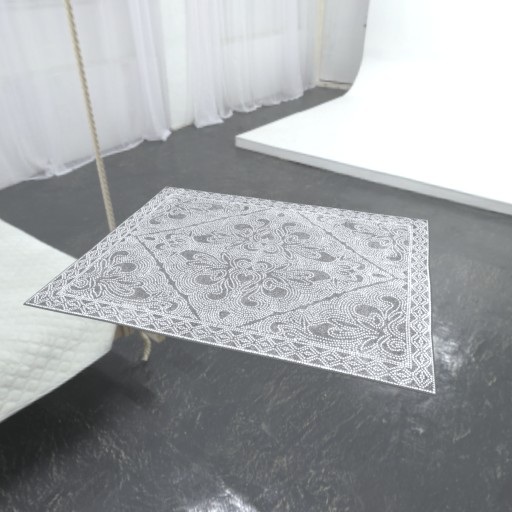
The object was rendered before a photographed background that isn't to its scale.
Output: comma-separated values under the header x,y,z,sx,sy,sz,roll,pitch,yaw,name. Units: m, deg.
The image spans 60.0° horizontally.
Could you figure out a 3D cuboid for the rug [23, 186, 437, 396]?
x,y,z,sx,sy,sz,roll,pitch,yaw,name
0.000,0.000,4.026,3.048,0.012,2.438,10,33,15,rug
